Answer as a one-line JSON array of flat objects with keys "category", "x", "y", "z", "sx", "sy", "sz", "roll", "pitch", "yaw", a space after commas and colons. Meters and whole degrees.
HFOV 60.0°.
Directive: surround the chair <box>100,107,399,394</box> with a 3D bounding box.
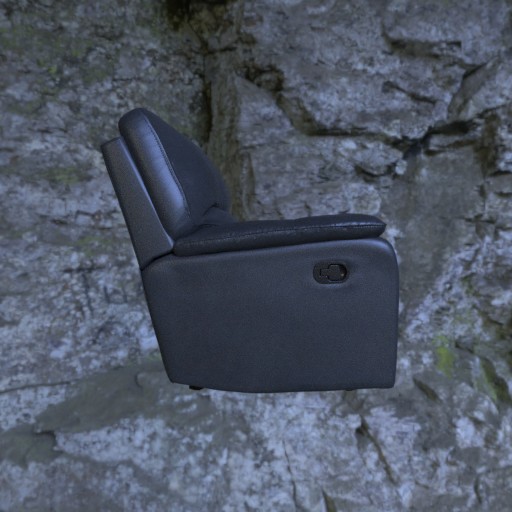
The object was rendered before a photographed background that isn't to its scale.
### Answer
[{"category": "chair", "x": 0.000, "y": 0.000, "z": 2.038, "sx": 1.087, "sy": 1.109, "sz": 1.096, "roll": 0, "pitch": -1, "yaw": 1}]
